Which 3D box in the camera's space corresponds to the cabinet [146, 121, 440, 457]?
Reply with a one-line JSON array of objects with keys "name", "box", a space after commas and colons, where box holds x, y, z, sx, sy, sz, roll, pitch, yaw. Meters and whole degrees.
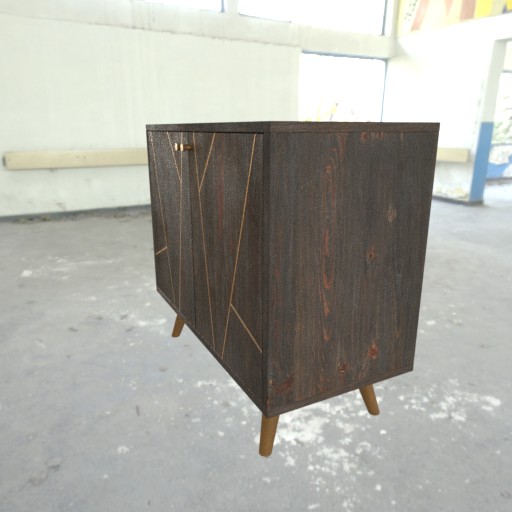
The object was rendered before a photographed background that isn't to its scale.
[{"name": "cabinet", "box": [0.000, 0.000, 1.568, 0.529, 0.897, 1.023, -8, 18, -26]}]
